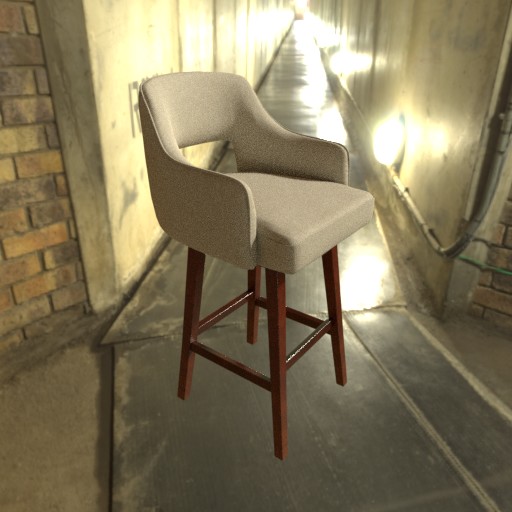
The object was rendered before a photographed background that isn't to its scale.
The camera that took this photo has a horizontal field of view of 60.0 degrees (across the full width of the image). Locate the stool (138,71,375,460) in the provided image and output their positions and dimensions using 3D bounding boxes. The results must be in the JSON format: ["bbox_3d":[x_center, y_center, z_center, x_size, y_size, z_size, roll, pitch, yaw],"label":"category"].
[{"bbox_3d":[0.000,0.000,1.377,0.560,1.041,0.550,18,31,33],"label":"stool"}]
